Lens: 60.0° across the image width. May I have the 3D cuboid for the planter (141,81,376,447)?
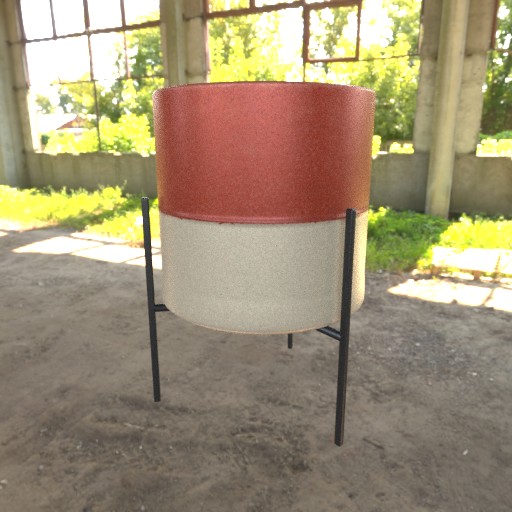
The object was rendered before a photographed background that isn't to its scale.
[{"bbox_3d":[0.000,0.000,0.515,0.251,0.354,0.235,-2,15,-9],"label":"planter"}]
